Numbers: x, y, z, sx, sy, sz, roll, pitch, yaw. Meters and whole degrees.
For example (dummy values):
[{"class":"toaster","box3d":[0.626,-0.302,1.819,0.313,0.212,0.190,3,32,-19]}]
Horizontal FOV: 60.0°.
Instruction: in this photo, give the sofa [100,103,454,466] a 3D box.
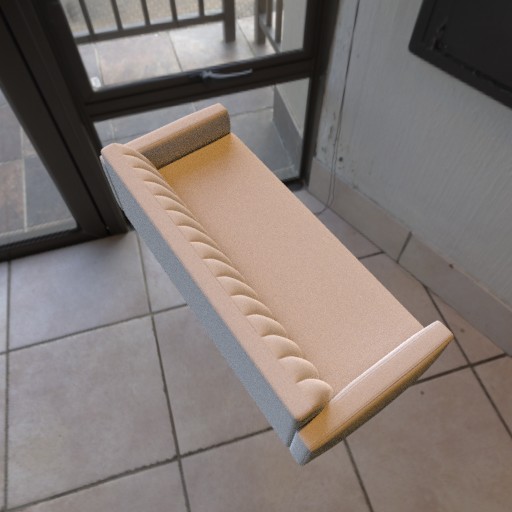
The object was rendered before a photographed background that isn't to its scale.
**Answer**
[{"class":"sofa","box3d":[0.000,0.000,2.797,0.990,0.821,2.291,-31,62,-18]}]
